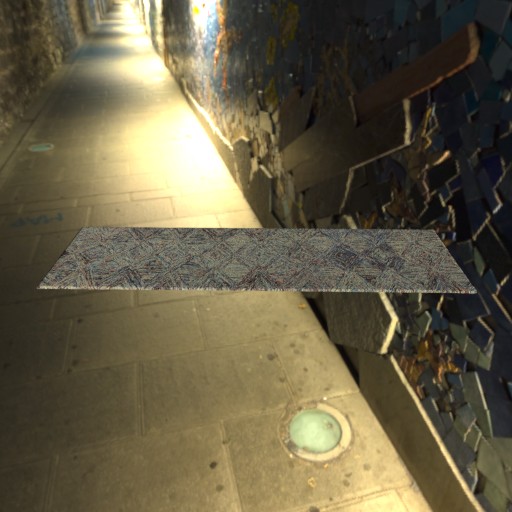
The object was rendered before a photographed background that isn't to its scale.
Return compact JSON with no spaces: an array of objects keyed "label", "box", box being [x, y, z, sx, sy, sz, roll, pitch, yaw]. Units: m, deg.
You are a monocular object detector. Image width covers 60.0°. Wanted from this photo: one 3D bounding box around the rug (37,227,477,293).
[{"label":"rug","box":[0.000,0.000,2.593,2.292,0.015,0.688,1,31,1]}]
